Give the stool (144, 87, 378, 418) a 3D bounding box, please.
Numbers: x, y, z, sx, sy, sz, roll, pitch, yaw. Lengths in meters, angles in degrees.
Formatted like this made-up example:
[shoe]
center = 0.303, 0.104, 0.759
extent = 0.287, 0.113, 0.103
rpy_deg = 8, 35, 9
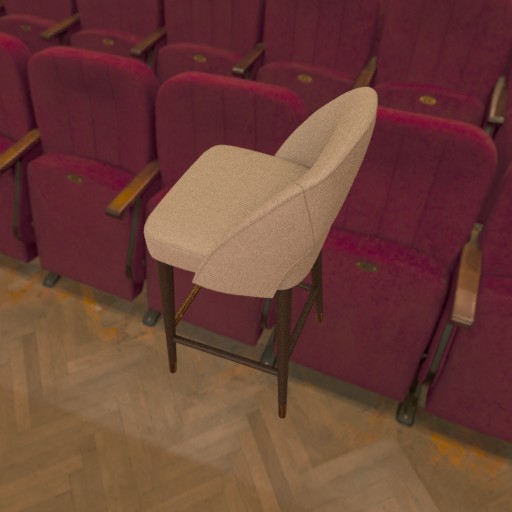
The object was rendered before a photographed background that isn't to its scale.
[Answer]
[stool]
center = 0.000, 0.000, 1.324
extent = 0.509, 1.037, 0.494
rpy_deg = 18, 50, 15
